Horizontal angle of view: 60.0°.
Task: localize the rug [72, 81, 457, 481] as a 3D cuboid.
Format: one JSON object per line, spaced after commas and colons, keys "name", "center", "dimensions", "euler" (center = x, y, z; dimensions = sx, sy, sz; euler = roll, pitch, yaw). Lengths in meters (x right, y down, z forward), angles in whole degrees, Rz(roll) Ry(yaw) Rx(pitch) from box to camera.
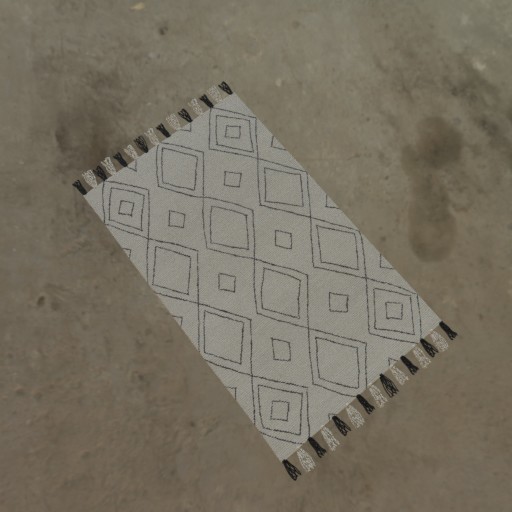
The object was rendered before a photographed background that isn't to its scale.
{"name": "rug", "center": [0.000, 0.000, 3.312], "dimensions": [1.524, 0.021, 2.755], "euler": [-38, 78, -9]}
